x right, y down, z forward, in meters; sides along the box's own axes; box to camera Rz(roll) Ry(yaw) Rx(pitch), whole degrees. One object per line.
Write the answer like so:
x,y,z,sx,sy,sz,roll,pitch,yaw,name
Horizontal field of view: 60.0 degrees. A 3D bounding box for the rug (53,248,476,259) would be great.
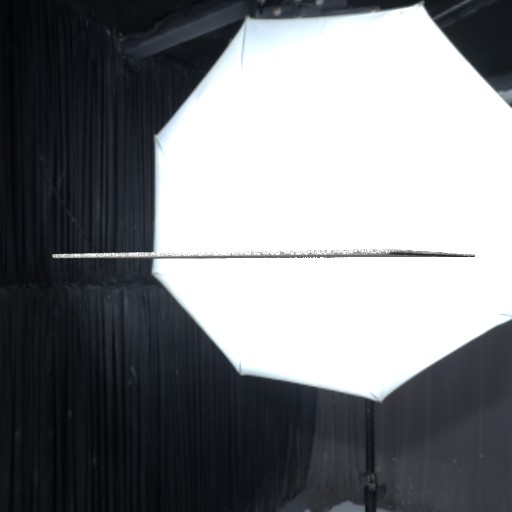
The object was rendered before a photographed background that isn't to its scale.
0.000,0.000,2.900,2.350,0.025,1.502,-1,-1,37,rug
